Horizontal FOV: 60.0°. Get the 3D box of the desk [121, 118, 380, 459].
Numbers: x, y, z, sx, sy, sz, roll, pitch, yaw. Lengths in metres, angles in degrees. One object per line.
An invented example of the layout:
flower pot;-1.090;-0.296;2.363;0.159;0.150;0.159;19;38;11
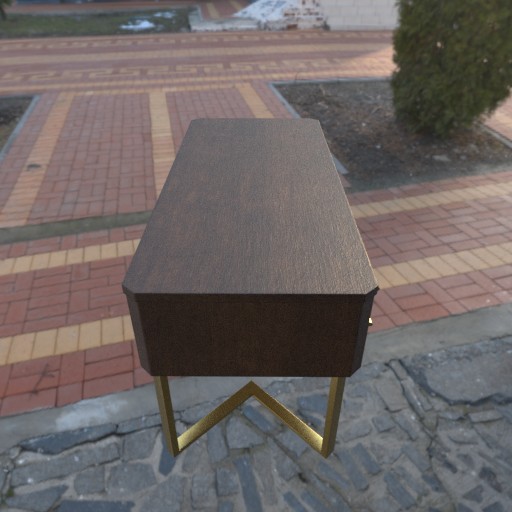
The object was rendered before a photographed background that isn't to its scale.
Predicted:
desk;0.000;0.000;1.938;0.684;0.762;1.479;0;34;0
